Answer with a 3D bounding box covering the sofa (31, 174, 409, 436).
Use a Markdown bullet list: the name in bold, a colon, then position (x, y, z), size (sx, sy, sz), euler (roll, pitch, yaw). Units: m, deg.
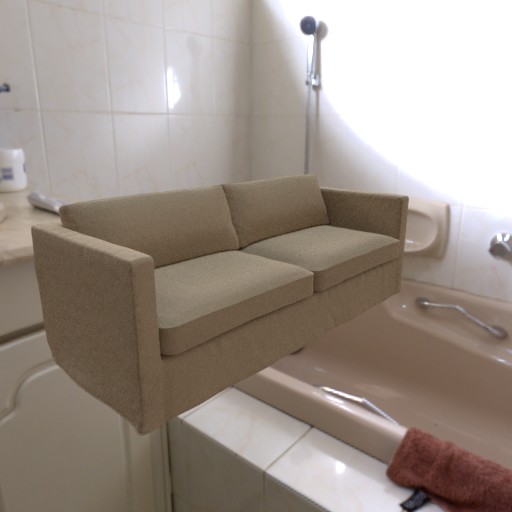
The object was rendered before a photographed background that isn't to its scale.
- **sofa**: position (0.000, 0.000, 2.758), size (0.962, 0.853, 2.312), euler (14, 21, 41)
